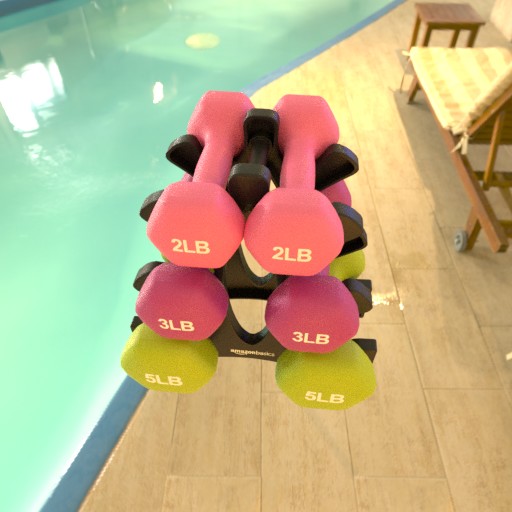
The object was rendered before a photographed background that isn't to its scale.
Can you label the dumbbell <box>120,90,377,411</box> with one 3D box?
[{"bbox_3d":[0.000,0.000,0.434,0.257,0.261,0.203,5,47,5],"label":"dumbbell"}]
